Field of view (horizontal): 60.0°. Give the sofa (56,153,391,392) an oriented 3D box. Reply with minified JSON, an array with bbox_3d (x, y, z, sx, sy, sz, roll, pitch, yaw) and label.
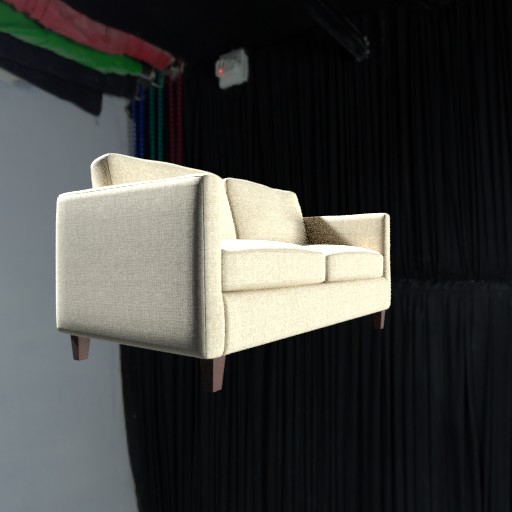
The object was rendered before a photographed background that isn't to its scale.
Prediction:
[{"bbox_3d":[0.000,0.000,2.504,0.950,0.963,1.884,0,0,36],"label":"sofa"}]
